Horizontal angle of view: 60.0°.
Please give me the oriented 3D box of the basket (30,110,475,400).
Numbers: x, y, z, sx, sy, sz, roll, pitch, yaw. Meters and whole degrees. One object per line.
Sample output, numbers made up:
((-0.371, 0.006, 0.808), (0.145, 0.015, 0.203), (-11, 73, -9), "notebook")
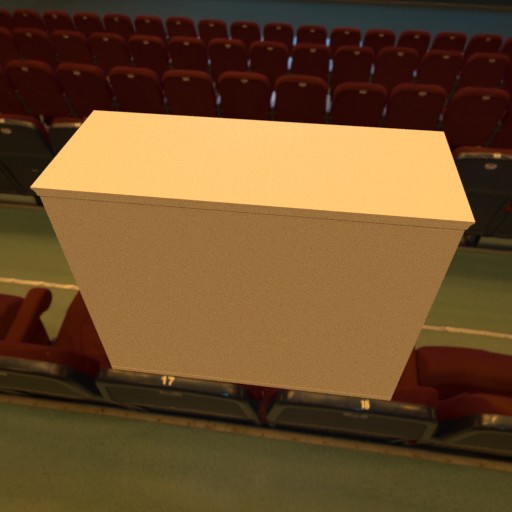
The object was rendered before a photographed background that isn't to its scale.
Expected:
((0.000, 0.000, 1.135), (0.792, 0.625, 0.376), (5, 45, 5), "basket")
